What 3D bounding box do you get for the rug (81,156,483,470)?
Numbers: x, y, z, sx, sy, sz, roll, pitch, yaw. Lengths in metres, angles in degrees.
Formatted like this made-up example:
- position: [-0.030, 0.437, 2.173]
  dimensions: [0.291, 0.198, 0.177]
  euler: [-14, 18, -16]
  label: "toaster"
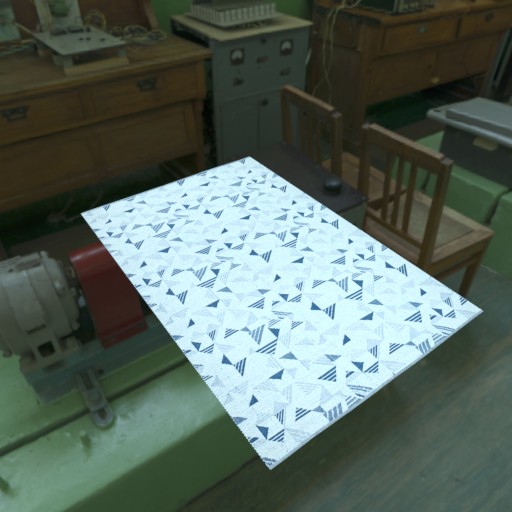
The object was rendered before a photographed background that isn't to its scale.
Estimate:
- position: [0.000, 0.000, 2.290]
  dimensions: [1.206, 0.003, 1.835]
  euler: [-25, 46, -27]
  label: "rug"
